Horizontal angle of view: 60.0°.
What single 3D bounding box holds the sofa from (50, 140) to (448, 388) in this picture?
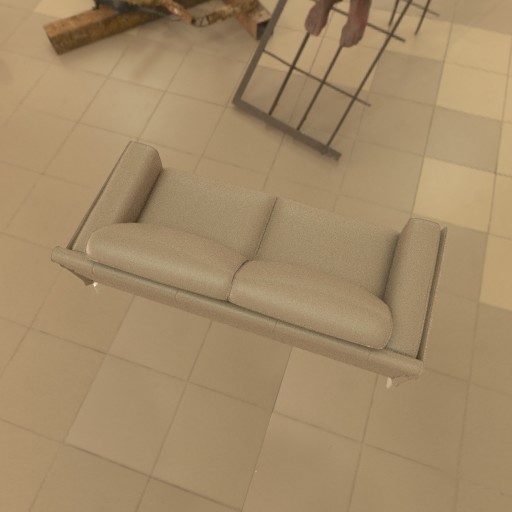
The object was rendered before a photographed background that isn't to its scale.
[{"bbox_3d":[0.000,0.000,2.665,2.101,0.930,1.049,16,65,8],"label":"sofa"}]
